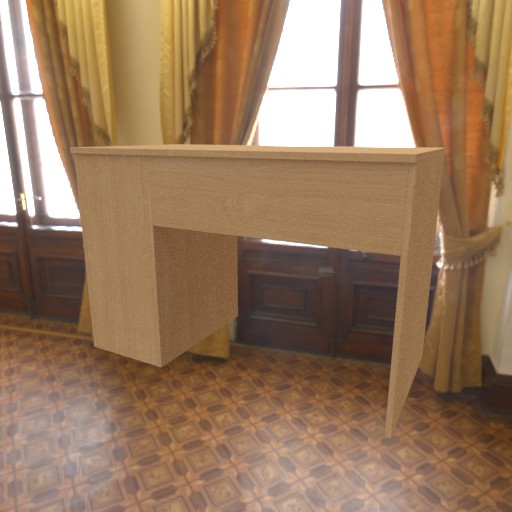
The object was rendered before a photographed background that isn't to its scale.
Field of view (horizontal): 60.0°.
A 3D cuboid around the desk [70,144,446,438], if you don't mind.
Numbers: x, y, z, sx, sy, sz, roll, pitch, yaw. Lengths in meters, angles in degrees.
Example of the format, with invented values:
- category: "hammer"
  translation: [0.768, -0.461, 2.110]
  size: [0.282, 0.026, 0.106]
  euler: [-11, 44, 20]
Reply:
- category: "desk"
  translation: [0.000, 0.000, 1.546]
  size: [1.097, 0.735, 0.560]
  euler: [8, 17, 27]
